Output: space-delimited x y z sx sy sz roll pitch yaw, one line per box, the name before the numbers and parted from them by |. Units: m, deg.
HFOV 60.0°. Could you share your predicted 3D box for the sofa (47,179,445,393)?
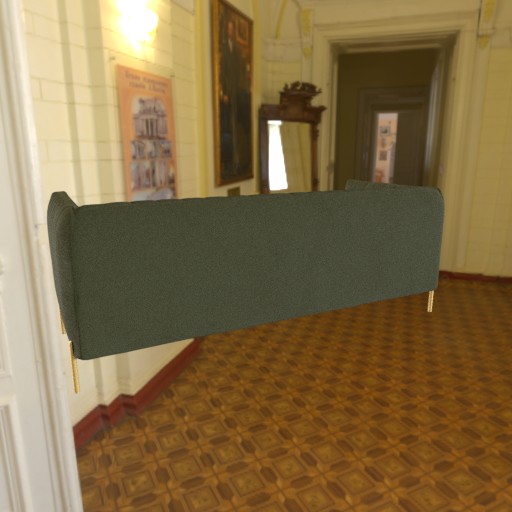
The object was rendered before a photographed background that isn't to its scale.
sofa | 0.000 0.000 2.575 2.137 0.793 0.896 -7 15 -26
